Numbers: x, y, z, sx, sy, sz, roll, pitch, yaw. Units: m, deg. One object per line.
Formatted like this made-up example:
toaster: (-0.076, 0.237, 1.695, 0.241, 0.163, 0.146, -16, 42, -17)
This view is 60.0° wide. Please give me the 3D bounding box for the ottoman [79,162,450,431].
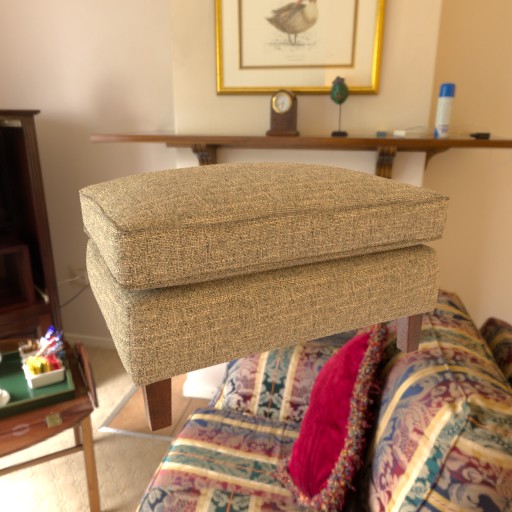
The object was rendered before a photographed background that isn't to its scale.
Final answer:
ottoman: (0.000, 0.000, 0.997, 0.686, 0.406, 0.508, -8, 19, -26)
